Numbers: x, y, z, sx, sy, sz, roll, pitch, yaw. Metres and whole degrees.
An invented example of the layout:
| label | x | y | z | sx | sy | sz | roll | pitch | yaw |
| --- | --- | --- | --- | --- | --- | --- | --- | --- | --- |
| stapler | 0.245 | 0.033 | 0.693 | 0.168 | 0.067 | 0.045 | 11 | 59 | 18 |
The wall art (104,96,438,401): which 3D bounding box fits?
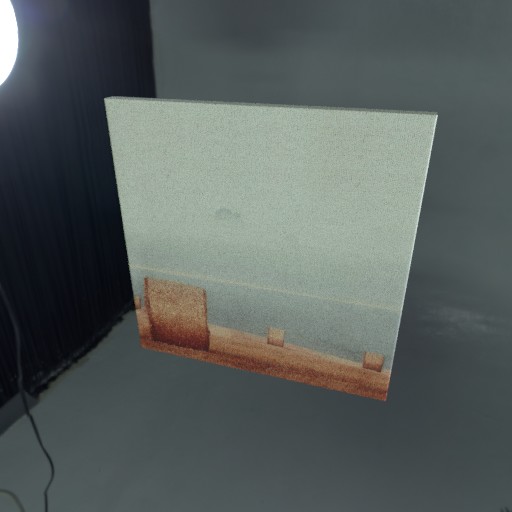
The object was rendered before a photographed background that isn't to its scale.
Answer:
| label | x | y | z | sx | sy | sz | roll | pitch | yaw |
| --- | --- | --- | --- | --- | --- | --- | --- | --- | --- |
| wall art | 0.000 | 0.000 | 1.161 | 0.760 | 0.760 | 0.042 | 8 | 28 | 16 |
